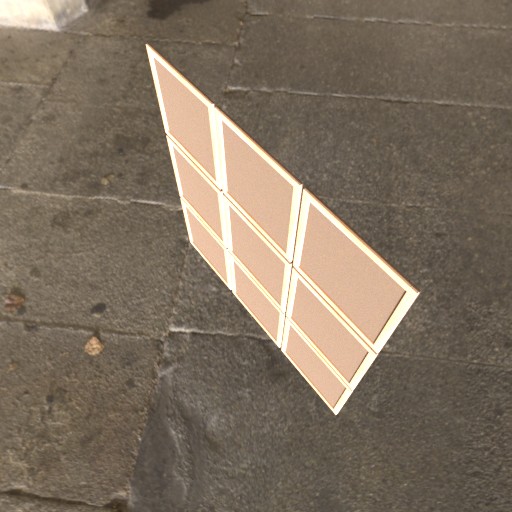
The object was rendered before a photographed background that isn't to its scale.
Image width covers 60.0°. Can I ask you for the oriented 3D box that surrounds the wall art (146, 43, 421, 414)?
[{"bbox_3d":[0.000,0.000,1.783,0.013,1.218,1.216,-33,64,-19],"label":"wall art"}]
